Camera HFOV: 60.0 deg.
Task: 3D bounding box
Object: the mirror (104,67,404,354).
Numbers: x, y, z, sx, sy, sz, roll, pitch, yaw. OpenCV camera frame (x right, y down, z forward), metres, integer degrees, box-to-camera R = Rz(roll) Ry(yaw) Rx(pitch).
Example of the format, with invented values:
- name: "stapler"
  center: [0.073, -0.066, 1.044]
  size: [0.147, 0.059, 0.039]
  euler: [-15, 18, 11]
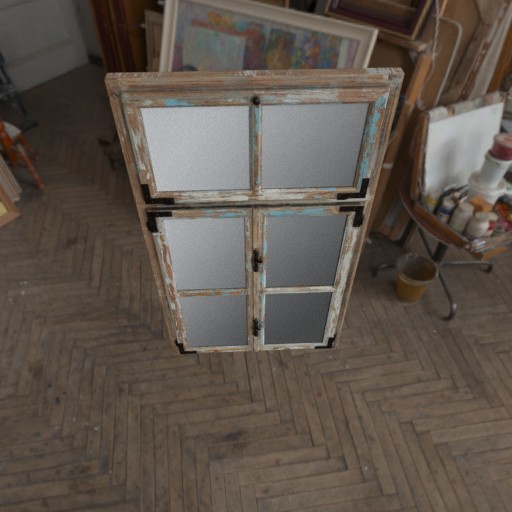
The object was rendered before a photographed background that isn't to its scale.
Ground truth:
- name: "mirror"
  center: [0.000, 0.000, 1.479]
  size: [0.707, 1.213, 0.083]
  euler: [-2, 47, -2]
